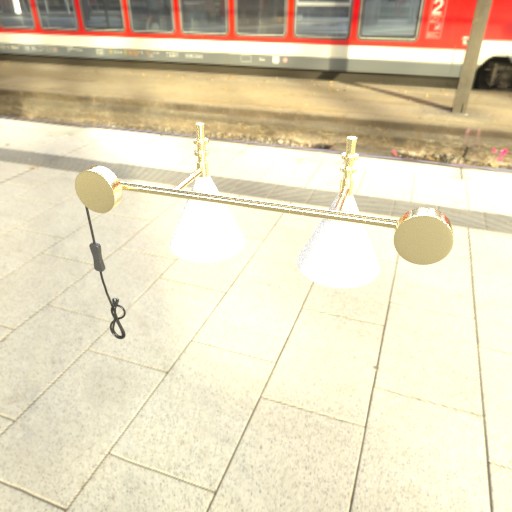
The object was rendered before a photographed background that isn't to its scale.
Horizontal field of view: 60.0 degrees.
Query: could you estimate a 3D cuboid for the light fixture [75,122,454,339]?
[{"bbox_3d":[0.000,0.000,0.858,0.642,0.468,0.239,10,33,16],"label":"light fixture"}]
